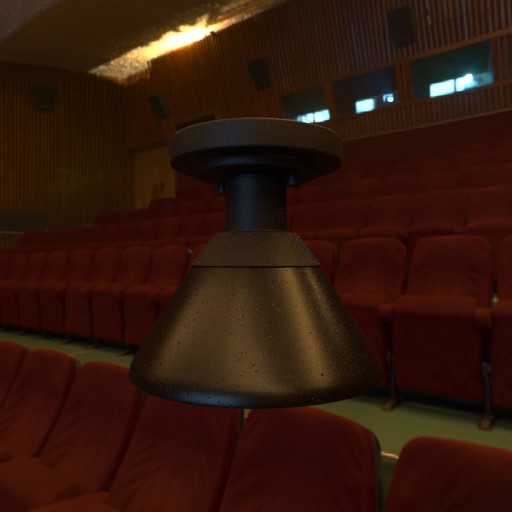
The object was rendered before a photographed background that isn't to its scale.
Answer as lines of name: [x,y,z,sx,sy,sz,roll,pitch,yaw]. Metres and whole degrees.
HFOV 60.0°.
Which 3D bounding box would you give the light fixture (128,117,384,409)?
light fixture: [0.000,0.000,0.363,0.200,0.183,0.200,0,-1,0]
